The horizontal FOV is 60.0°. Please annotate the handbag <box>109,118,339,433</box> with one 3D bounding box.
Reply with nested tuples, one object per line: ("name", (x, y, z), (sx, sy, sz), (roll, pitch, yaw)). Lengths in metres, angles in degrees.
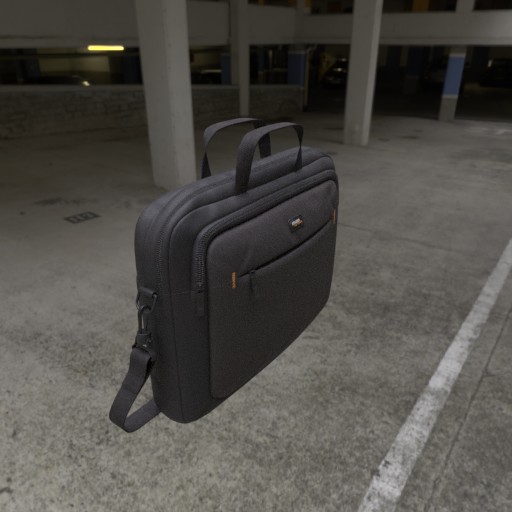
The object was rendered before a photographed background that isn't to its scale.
("handbag", (0.000, 0.000, 0.427), (0.089, 0.244, 0.320), (18, 31, 32))
